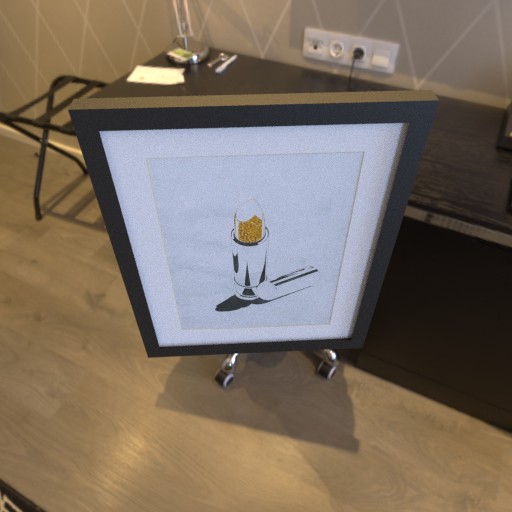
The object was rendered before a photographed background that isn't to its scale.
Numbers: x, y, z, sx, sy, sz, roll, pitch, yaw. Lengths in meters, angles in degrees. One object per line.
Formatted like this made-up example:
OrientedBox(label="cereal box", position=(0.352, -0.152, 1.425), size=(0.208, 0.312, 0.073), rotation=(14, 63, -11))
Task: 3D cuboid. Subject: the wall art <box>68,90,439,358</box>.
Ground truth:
OrientedBox(label="wall art", position=(0.000, 0.000, 0.754), size=(0.457, 0.559, 0.029), rotation=(-2, 46, -2))
